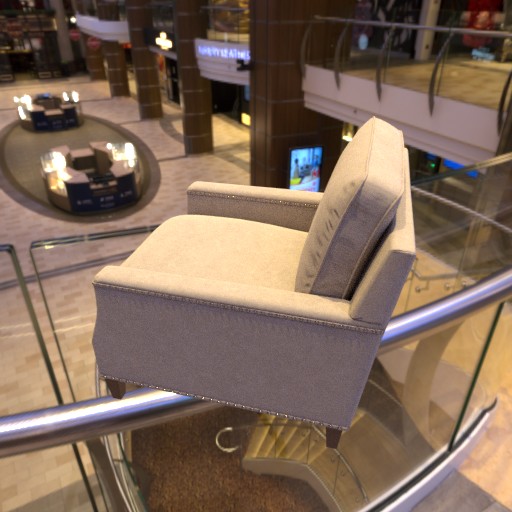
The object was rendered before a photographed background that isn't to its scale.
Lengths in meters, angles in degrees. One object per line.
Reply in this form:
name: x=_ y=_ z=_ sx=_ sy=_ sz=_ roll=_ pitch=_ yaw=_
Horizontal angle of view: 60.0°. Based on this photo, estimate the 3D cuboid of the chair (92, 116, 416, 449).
chair: x=0.000 y=0.000 z=1.675 sx=1.014 sy=0.943 sz=0.853 roll=8 pitch=32 yaw=13
